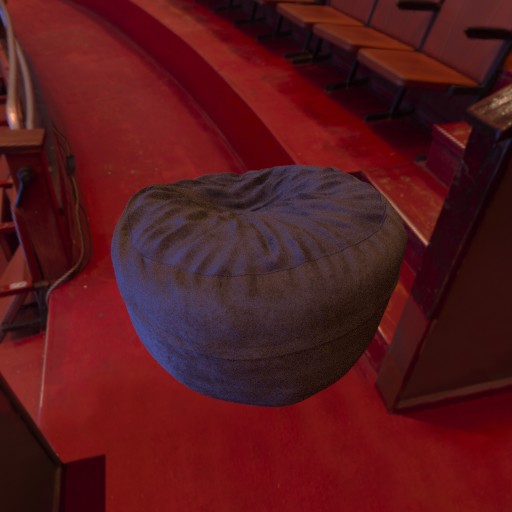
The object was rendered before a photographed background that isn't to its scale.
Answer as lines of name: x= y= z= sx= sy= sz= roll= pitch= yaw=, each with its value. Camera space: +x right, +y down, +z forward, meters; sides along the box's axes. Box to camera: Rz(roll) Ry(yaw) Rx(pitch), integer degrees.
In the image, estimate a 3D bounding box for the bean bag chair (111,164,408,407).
bean bag chair: x=0.000 y=0.000 z=2.039 sx=1.245 sy=0.821 sz=1.245 roll=0 pitch=41 yaw=0
